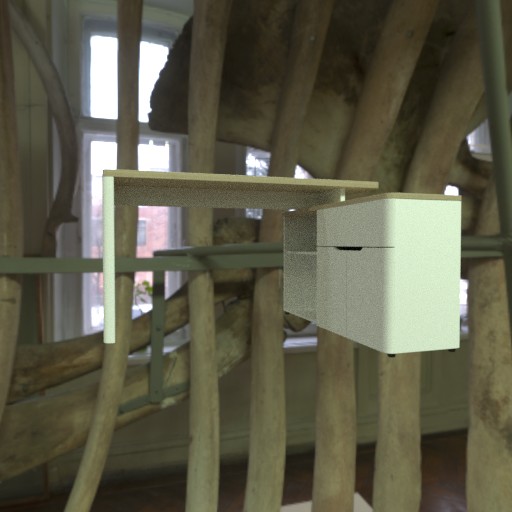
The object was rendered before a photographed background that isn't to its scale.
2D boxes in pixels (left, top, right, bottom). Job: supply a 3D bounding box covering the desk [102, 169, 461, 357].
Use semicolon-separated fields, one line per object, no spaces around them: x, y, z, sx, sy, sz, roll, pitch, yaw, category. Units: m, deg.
0.000;0.000;2.138;1.400;0.770;1.175;-1;2;-18;desk
